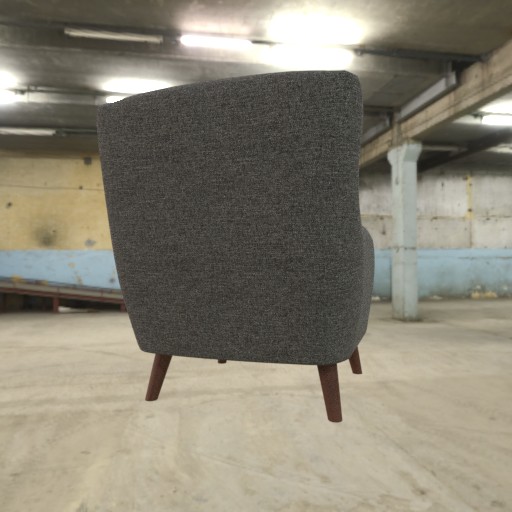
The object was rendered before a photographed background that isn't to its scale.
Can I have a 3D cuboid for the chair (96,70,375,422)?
[{"bbox_3d":[0.000,0.000,1.737,0.889,1.039,0.940,0,-1,19],"label":"chair"}]
